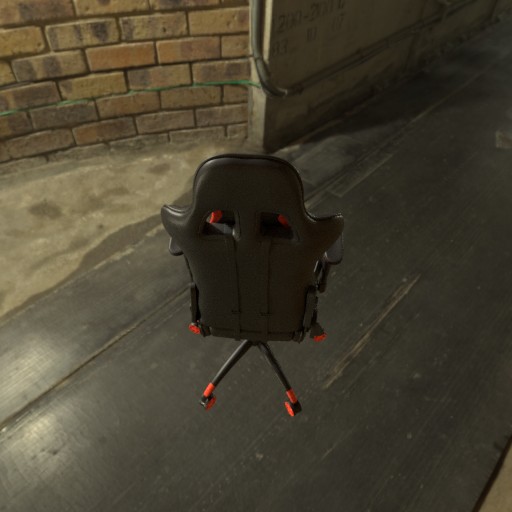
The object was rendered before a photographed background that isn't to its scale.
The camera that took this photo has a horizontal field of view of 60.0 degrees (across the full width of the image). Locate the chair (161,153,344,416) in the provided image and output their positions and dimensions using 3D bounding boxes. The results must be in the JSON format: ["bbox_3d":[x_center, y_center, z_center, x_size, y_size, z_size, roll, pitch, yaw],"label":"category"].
[{"bbox_3d":[0.000,0.000,1.761,0.695,1.282,0.730,3,46,3],"label":"chair"}]
